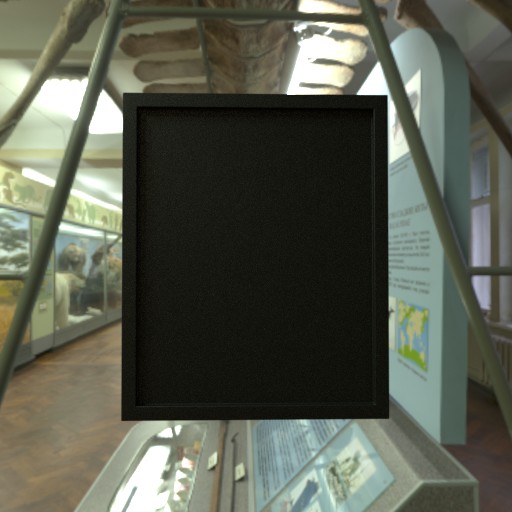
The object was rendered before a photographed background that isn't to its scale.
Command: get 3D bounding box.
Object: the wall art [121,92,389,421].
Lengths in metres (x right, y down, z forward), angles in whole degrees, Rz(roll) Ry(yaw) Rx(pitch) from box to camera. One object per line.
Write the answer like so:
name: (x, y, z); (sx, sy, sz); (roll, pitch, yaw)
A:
wall art: (0.000, 0.000, 0.772); (0.457, 0.559, 0.028); (0, -1, -1)
